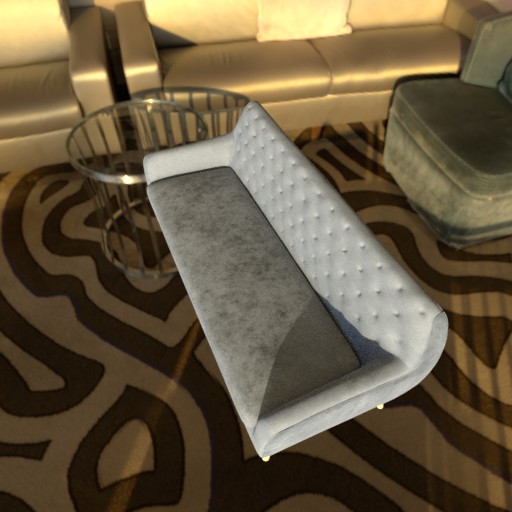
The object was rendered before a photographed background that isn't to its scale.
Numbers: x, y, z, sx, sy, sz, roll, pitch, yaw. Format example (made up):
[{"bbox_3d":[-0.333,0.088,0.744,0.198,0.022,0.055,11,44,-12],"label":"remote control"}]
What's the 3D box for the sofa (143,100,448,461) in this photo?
[{"bbox_3d":[0.000,0.000,2.446,0.841,0.832,1.975,-18,49,-16],"label":"sofa"}]
